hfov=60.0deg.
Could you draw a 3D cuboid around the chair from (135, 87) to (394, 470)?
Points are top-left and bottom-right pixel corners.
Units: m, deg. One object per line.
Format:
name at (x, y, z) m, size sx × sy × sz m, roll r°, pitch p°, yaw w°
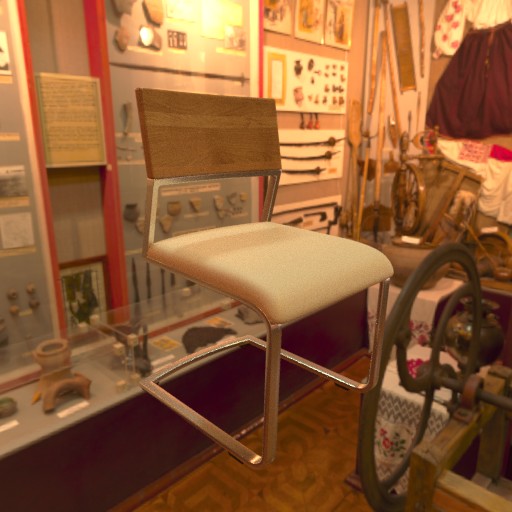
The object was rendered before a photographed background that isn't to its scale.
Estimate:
chair at (0.000, 0.000, 1.194) m, size 0.585 × 0.844 × 0.467 m, roll 15°, pitch 21°, yaw 43°
